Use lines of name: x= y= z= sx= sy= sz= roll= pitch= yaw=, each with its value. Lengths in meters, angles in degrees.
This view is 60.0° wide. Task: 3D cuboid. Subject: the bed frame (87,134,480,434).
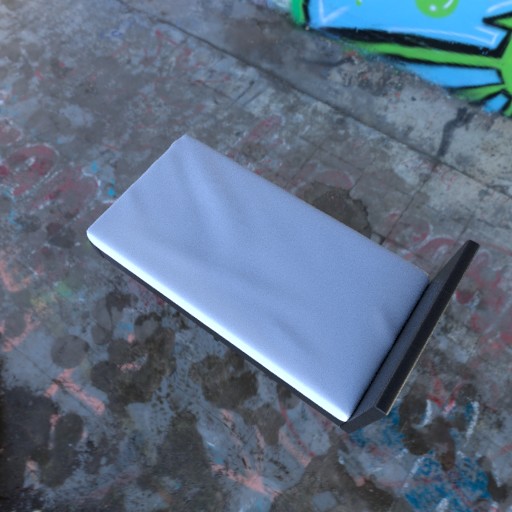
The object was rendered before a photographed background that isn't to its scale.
bed frame: x=0.000 y=0.000 z=2.655 sx=2.152 sy=1.046 sz=1.038 roll=33 pitch=68 yaw=15
